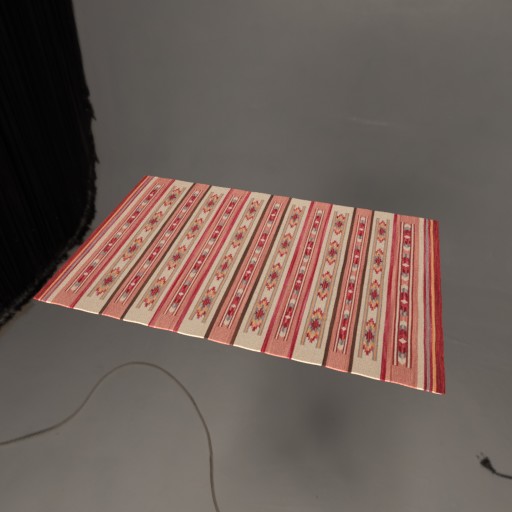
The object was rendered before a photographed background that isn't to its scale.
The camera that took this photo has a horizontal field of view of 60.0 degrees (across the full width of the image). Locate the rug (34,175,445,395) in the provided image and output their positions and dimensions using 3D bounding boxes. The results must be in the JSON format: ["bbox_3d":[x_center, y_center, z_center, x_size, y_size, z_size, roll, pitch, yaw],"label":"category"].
[{"bbox_3d":[0.000,0.000,3.046,2.431,0.010,1.535,11,42,12],"label":"rug"}]
